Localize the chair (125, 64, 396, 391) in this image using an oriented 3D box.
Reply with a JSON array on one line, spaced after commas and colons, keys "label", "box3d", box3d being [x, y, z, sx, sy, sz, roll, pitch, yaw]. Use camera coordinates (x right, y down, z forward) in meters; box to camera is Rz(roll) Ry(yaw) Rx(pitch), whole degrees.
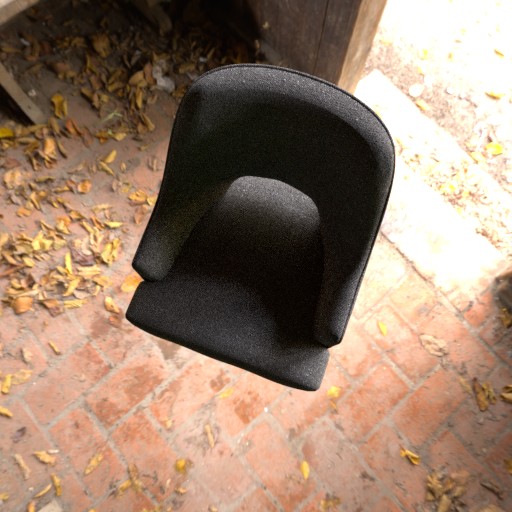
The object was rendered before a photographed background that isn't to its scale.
[{"label": "chair", "box3d": [0.000, 0.000, 1.287, 0.608, 0.875, 0.629, 20, 77, 5]}]
